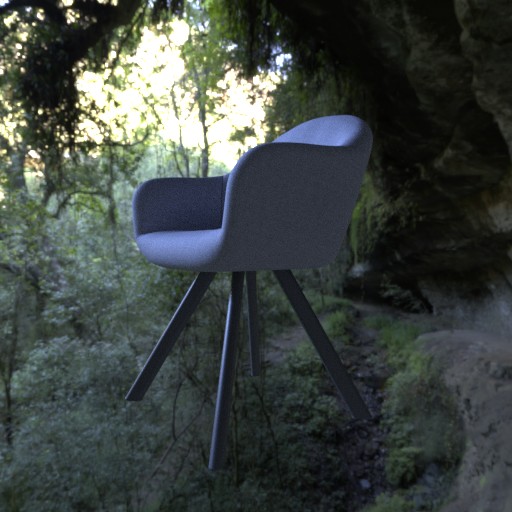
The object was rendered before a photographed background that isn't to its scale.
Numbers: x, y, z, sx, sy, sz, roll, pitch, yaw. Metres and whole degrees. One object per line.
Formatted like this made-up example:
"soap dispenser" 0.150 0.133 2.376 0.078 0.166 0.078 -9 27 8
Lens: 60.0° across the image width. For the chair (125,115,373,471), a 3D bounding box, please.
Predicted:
"chair" 0.000 0.000 1.181 0.550 0.795 0.590 -1 1 -35
